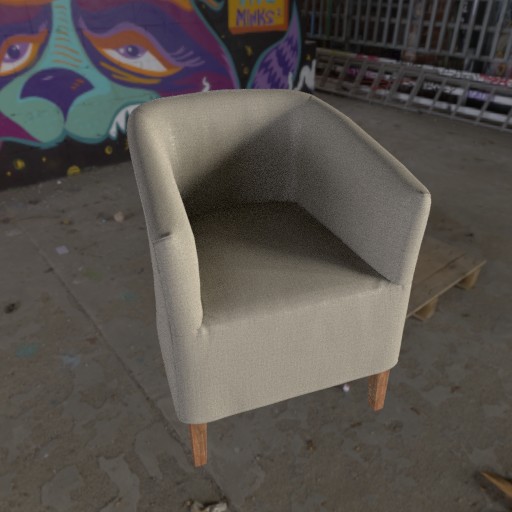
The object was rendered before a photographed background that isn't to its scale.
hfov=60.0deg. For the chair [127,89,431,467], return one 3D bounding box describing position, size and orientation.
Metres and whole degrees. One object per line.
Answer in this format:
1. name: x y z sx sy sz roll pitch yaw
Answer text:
1. chair: 0.000 0.000 1.246 0.600 0.771 0.668 -11 34 -16
